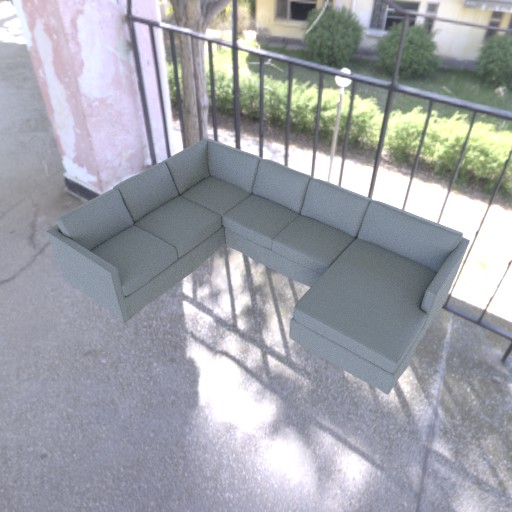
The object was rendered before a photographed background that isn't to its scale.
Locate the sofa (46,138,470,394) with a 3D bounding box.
[{"bbox_3d":[0.000,0.000,4.514,3.460,0.882,2.427,26,48,27],"label":"sofa"}]
